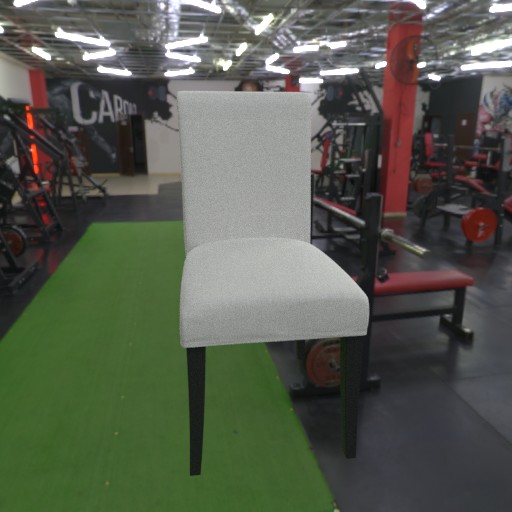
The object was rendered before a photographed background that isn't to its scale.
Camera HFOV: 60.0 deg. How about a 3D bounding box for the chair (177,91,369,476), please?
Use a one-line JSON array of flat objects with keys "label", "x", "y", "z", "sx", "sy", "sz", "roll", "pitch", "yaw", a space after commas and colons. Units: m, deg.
[{"label": "chair", "x": 0.000, "y": 0.000, "z": 1.342, "sx": 0.452, "sy": 0.976, "sz": 0.708, "roll": -2, "pitch": 17, "yaw": -8}]
